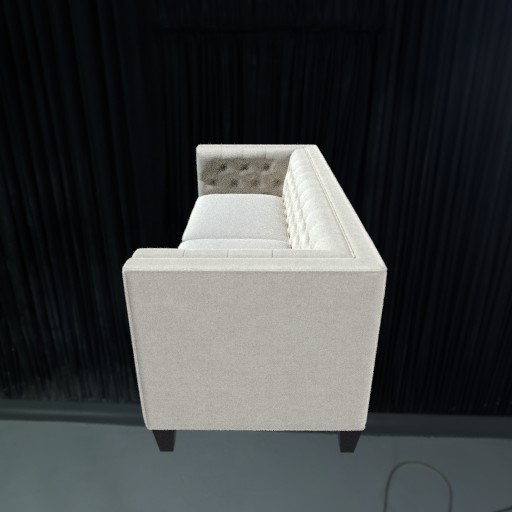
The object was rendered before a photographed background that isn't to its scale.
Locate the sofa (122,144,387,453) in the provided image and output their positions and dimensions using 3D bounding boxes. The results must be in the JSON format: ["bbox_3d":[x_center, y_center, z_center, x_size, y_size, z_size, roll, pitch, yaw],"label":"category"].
[{"bbox_3d":[0.000,0.000,2.229,0.775,0.762,1.778,0,25,0],"label":"sofa"}]
